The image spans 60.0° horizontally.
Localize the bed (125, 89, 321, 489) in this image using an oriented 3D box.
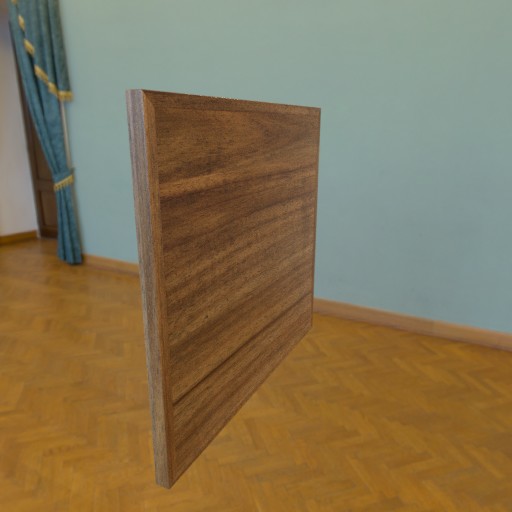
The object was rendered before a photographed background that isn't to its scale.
[{"bbox_3d":[0.000,0.000,1.428,0.043,0.940,1.041,8,18,26],"label":"bed"}]
